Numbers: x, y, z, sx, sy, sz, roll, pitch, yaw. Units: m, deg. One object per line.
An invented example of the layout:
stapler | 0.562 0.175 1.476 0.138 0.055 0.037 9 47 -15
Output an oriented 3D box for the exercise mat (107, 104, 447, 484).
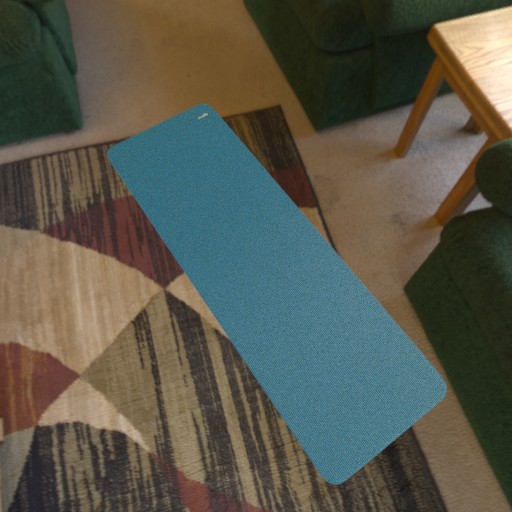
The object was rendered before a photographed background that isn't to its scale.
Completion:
exercise mat | 0.000 0.000 2.011 0.616 0.021 1.869 -32 68 -14
